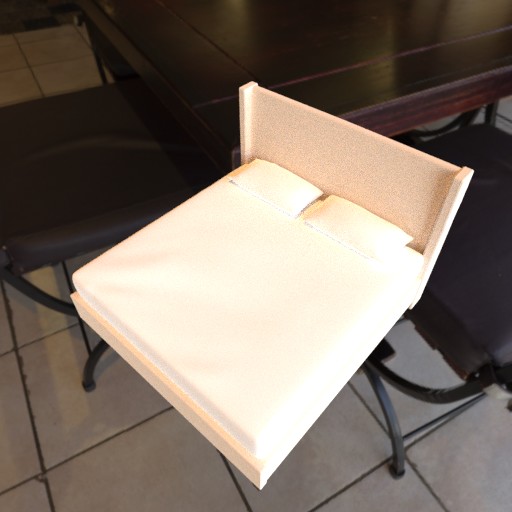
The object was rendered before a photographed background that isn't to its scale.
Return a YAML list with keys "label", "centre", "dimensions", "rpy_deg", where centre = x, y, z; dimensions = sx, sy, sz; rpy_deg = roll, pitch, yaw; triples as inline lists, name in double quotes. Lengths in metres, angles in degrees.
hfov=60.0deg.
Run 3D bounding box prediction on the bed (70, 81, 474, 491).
- label: "bed"
  centre: [0.000, 0.000, 3.582]
  dimensions: [2.145, 1.471, 2.293]
  rpy_deg: [33, 54, 27]
